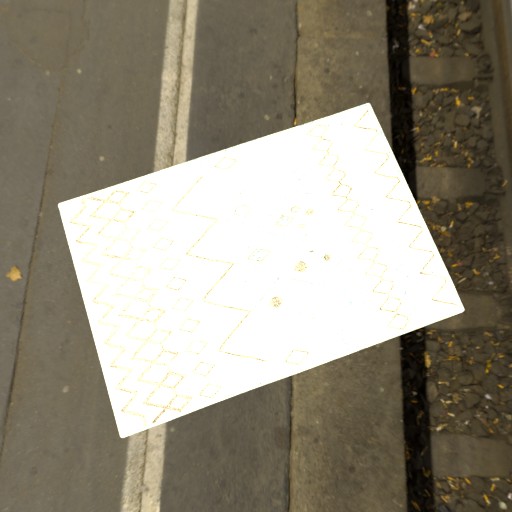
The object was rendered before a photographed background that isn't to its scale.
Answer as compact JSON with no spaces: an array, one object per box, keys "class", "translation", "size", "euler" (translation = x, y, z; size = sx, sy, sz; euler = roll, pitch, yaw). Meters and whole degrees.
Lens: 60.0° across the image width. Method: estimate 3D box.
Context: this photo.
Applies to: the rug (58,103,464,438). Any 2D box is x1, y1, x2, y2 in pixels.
[{"class":"rug","translation":[0.000,0.000,2.326],"size":[1.820,0.009,1.260],"euler":[-19,78,-4]}]
